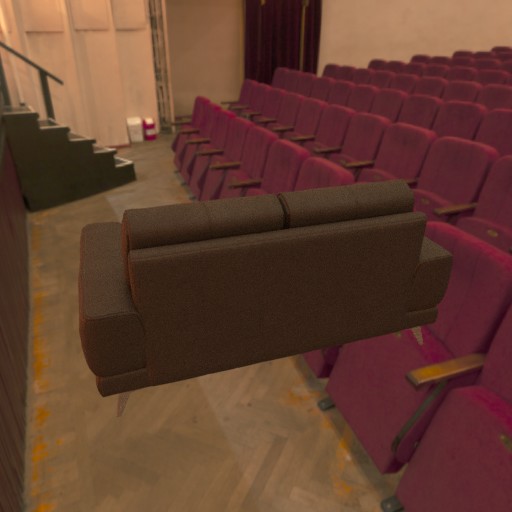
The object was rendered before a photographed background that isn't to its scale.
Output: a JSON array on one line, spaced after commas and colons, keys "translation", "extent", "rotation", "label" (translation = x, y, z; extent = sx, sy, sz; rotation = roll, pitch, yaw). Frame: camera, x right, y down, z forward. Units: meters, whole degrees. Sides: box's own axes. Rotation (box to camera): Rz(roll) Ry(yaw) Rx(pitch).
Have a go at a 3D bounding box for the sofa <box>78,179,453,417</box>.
[{"translation": [0.000, 0.000, 2.406], "extent": [1.806, 0.907, 1.018], "rotation": [-9, 28, -17], "label": "sofa"}]
